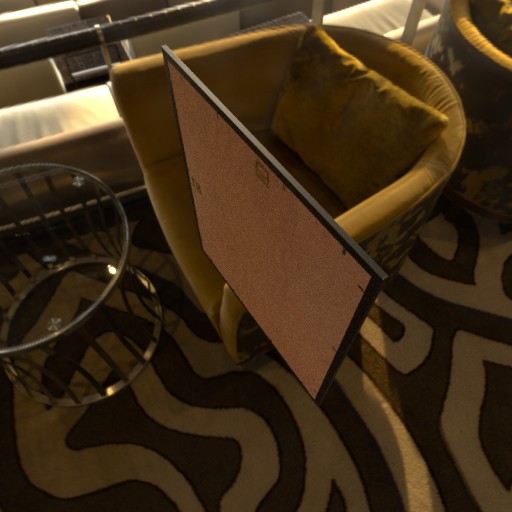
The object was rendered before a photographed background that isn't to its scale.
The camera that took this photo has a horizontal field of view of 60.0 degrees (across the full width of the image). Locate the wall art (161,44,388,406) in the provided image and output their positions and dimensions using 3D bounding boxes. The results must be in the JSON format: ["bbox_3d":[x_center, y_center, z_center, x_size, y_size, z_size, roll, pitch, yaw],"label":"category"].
[{"bbox_3d":[0.000,0.000,0.934,0.018,0.660,0.559,-30,63,-17],"label":"wall art"}]
